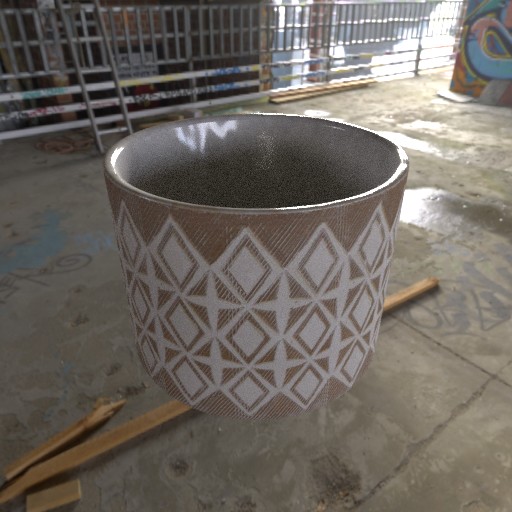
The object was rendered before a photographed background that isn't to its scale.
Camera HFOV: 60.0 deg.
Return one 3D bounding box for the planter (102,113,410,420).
[{"bbox_3d":[0.000,0.000,0.333,0.193,0.165,0.193,0,31,0],"label":"planter"}]
